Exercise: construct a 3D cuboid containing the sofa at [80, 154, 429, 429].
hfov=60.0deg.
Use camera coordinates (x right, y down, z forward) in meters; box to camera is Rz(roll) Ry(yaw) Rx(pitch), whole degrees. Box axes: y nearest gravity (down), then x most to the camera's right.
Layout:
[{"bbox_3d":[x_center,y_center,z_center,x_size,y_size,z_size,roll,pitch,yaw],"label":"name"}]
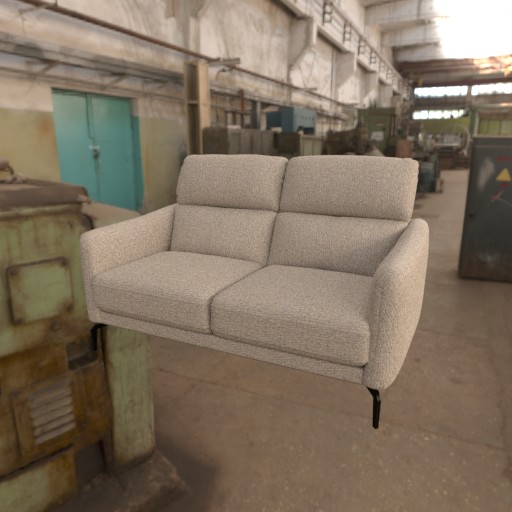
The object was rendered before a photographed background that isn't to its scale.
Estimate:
[{"bbox_3d":[0.000,0.000,2.172,1.540,0.950,0.905,7,16,25],"label":"sofa"}]
